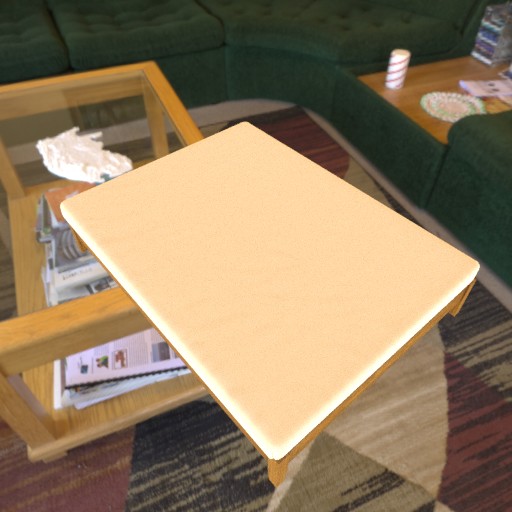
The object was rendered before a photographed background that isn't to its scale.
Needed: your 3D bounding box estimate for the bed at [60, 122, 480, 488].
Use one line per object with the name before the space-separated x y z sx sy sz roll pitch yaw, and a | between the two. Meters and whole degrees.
bed | 0.000 0.000 2.726 1.536 0.431 2.016 -32 54 -27
